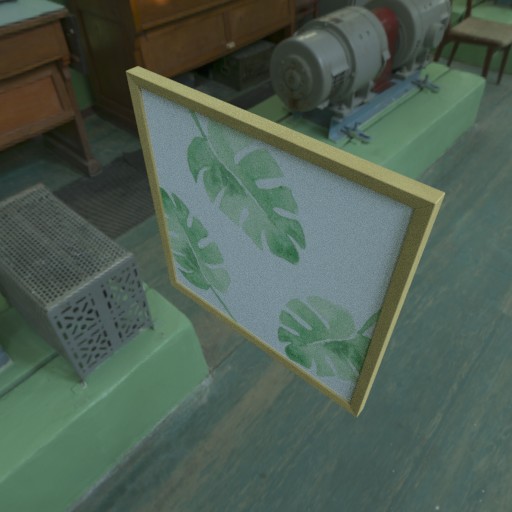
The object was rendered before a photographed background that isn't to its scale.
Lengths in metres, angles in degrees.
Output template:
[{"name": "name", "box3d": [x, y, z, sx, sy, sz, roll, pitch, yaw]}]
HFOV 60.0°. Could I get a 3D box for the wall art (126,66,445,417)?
[{"name": "wall art", "box3d": [0.000, 0.000, 1.145, 0.763, 0.763, 0.037, 31, 53, 27]}]
